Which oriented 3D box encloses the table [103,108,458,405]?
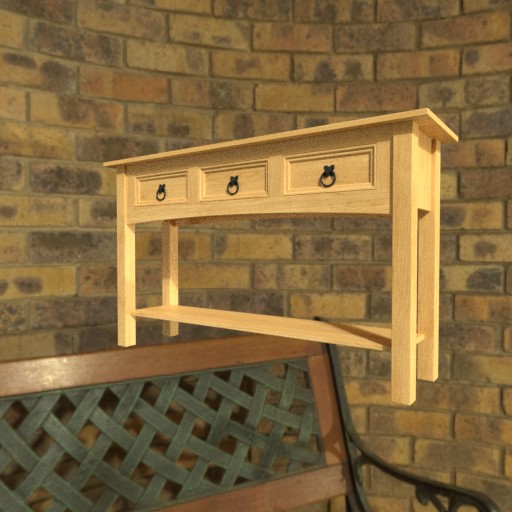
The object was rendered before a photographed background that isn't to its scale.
[{"bbox_3d":[0.000,0.000,1.555,1.240,0.730,0.350,1,2,35],"label":"table"}]
